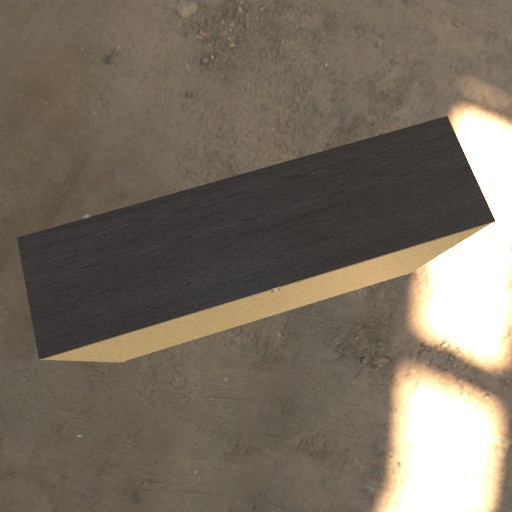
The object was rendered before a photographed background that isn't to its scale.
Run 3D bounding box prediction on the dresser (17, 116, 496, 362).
[{"bbox_3d":[0.000,0.000,1.671,1.360,0.755,0.401,-17,76,-4],"label":"dresser"}]
